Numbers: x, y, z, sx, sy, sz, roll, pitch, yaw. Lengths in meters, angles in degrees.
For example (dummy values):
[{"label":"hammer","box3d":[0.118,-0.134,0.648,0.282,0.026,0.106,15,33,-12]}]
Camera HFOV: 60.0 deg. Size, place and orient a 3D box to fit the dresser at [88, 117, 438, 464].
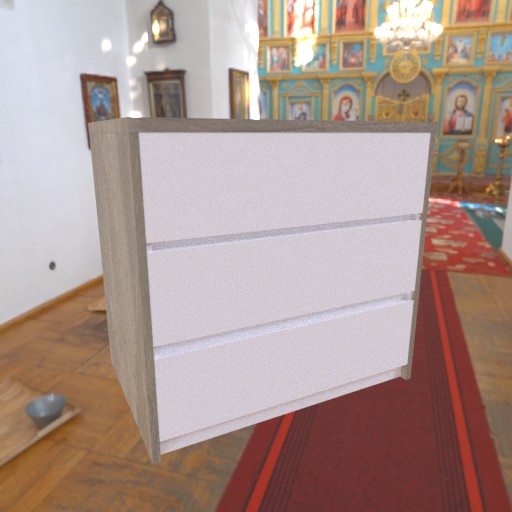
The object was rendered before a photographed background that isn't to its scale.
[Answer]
[{"label":"dresser","box3d":[0.000,0.000,1.322,0.809,0.762,0.529,-8,17,-26]}]
